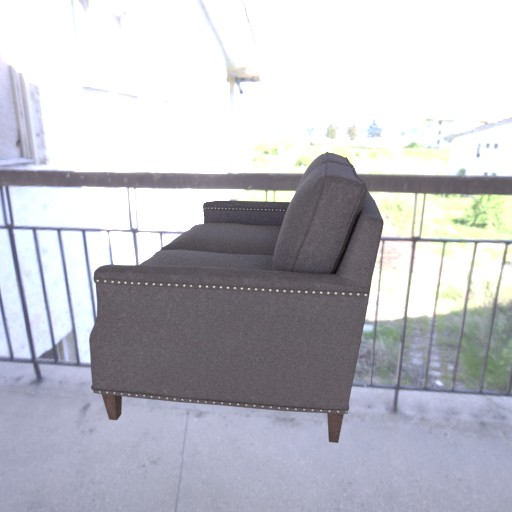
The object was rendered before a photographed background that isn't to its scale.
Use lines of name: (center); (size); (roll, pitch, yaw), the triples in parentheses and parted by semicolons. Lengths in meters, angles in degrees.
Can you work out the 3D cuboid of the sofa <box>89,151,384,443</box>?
sofa: (0.000, 0.000, 2.299); (1.084, 1.003, 1.597); (2, 17, 8)
